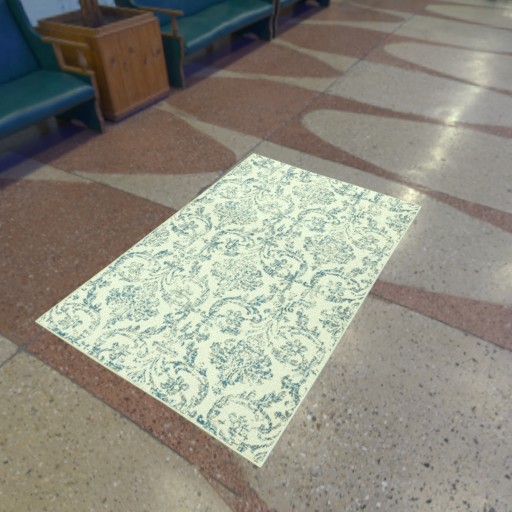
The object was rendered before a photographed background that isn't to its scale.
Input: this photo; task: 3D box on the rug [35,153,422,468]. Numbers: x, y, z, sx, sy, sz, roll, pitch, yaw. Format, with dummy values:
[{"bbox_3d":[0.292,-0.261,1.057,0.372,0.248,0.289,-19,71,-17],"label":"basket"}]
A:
[{"bbox_3d":[0.000,0.000,3.514,1.819,0.018,2.746,23,47,24],"label":"rug"}]
